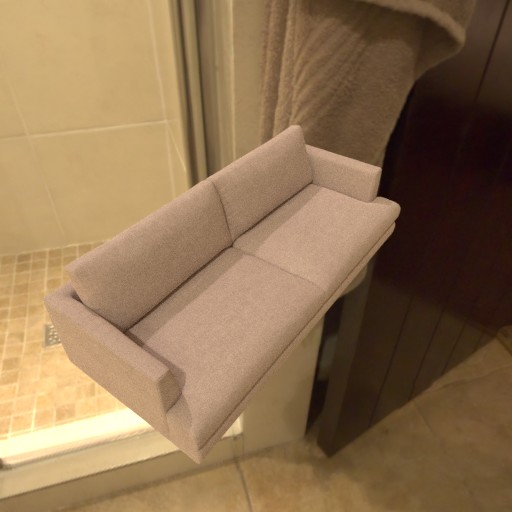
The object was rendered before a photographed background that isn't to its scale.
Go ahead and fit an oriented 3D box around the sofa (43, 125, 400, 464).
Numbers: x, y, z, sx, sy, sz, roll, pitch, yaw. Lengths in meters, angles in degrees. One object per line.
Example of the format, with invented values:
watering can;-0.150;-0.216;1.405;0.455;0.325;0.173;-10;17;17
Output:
sofa;0.000;0.000;2.798;1.020;0.868;2.250;26;46;27
